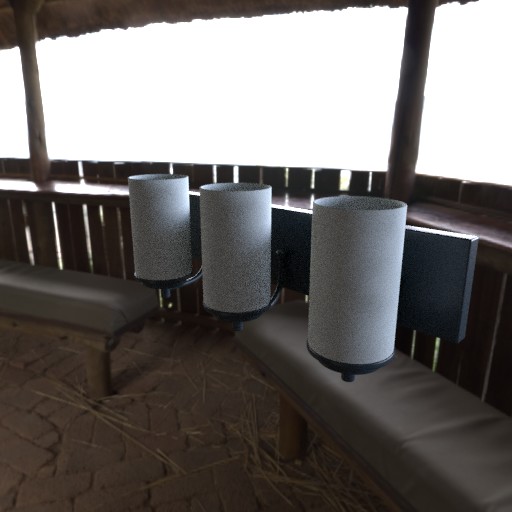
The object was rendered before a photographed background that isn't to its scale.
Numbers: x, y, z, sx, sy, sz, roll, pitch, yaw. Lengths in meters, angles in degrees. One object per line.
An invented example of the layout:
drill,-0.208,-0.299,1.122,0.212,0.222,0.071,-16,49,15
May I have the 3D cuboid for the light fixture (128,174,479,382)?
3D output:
light fixture,0.000,0.000,0.536,0.145,0.172,0.451,-15,22,-43
